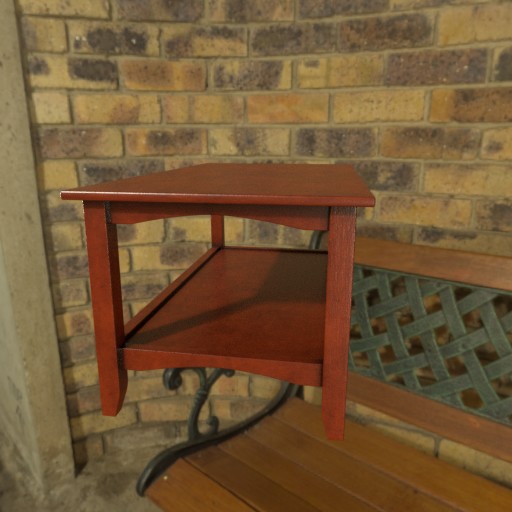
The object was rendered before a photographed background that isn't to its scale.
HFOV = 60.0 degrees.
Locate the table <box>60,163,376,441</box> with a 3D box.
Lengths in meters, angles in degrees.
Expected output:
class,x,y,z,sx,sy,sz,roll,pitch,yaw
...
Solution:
class,x,y,z,sx,sy,sz,roll,pitch,yaw
table,0.000,0.000,1.233,0.533,0.456,0.943,2,15,9
